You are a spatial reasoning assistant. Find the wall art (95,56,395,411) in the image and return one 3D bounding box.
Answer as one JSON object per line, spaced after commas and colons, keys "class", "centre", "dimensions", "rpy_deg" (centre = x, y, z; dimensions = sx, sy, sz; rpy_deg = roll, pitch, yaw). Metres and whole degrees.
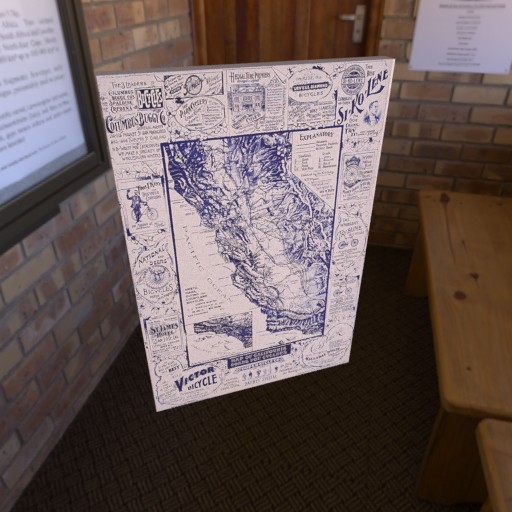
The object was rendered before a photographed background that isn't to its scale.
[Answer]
{"class": "wall art", "centre": [0.000, 0.000, 0.938], "dimensions": [0.511, 0.753, 0.039], "rpy_deg": [-10, 34, -15]}
